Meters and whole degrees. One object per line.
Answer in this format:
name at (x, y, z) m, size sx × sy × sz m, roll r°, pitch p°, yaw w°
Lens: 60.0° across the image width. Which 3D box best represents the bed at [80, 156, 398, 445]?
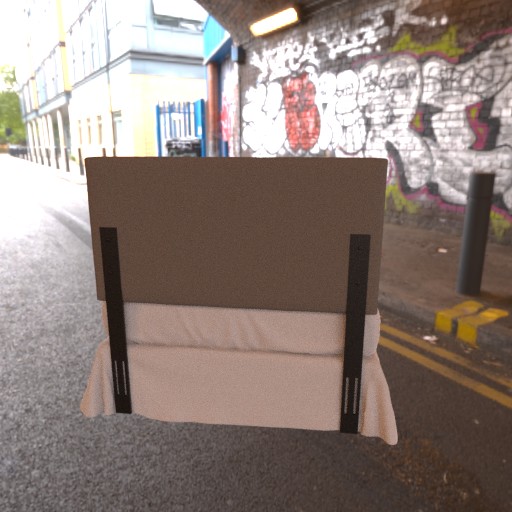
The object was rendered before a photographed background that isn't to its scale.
bed at (0.000, 0.000, 3.477) m, size 1.936 × 1.577 × 2.222 m, roll 2°, pitch 14°, yaw 8°
